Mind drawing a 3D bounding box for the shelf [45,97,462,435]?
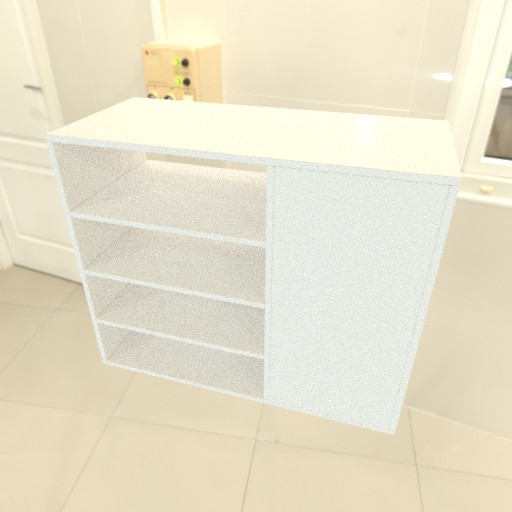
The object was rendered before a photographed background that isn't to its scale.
[{"bbox_3d":[0.000,0.000,1.261,0.895,0.732,0.396,9,33,14],"label":"shelf"}]
